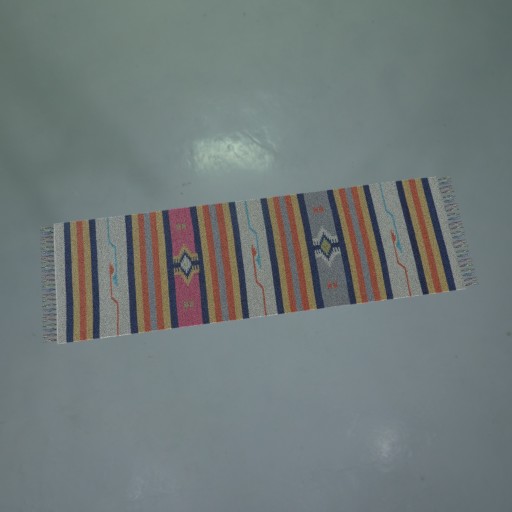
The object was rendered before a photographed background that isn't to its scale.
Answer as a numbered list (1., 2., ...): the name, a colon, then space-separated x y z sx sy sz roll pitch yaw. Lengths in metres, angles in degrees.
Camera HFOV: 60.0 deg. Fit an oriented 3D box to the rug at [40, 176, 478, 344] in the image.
1. rug: 0.000 0.000 2.547 2.455 0.017 0.695 -7 76 -2
